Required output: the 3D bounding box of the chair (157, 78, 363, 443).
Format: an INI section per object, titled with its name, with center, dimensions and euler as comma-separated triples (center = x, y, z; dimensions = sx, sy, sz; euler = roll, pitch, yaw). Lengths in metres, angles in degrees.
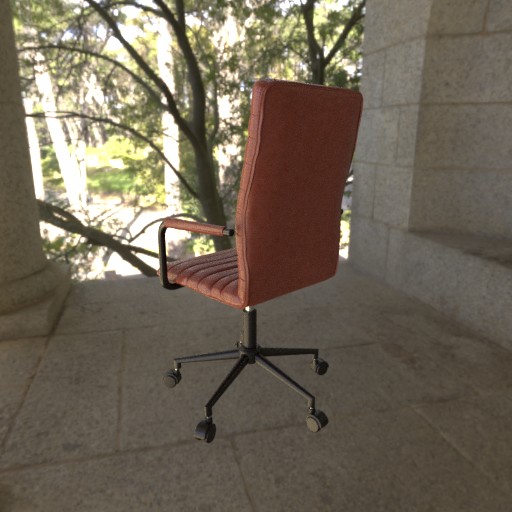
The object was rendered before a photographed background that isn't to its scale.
[chair]
center = 0.000, 0.000, 1.389
dimensions = 0.608, 0.979, 0.580
euler = -14, 20, -42
